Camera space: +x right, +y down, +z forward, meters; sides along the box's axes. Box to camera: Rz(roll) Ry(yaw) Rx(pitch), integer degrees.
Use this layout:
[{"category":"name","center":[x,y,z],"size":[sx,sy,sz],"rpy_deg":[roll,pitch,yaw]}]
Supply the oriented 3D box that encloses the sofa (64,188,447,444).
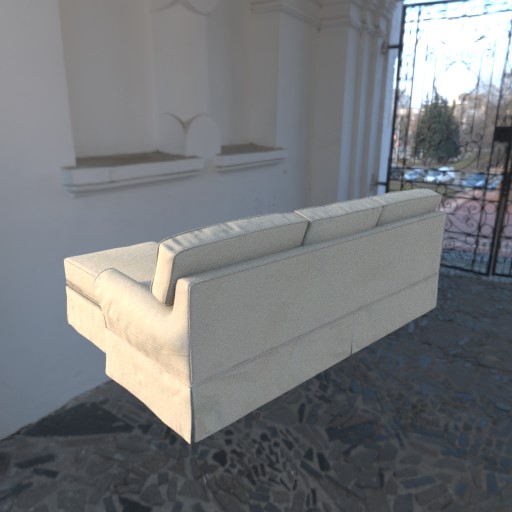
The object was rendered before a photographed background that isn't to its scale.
[{"category":"sofa","center":[0.000,0.000,3.276],"size":[2.475,0.978,1.733],"rpy_deg":[-15,22,-41]}]
